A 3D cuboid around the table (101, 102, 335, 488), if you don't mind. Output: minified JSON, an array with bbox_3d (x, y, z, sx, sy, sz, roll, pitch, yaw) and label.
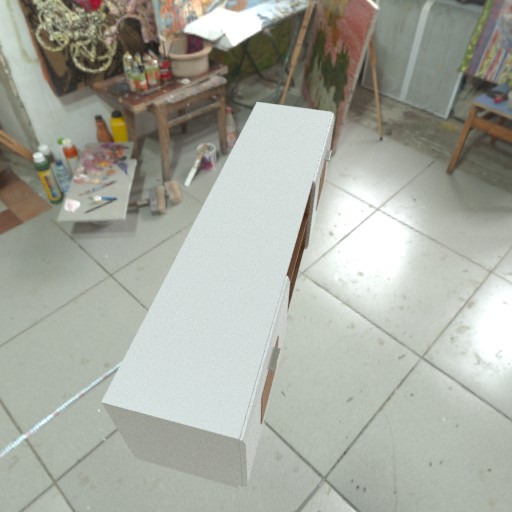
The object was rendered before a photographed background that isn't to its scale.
[{"bbox_3d":[0.000,0.000,1.752,0.400,0.440,1.550,11,49,10],"label":"table"}]
